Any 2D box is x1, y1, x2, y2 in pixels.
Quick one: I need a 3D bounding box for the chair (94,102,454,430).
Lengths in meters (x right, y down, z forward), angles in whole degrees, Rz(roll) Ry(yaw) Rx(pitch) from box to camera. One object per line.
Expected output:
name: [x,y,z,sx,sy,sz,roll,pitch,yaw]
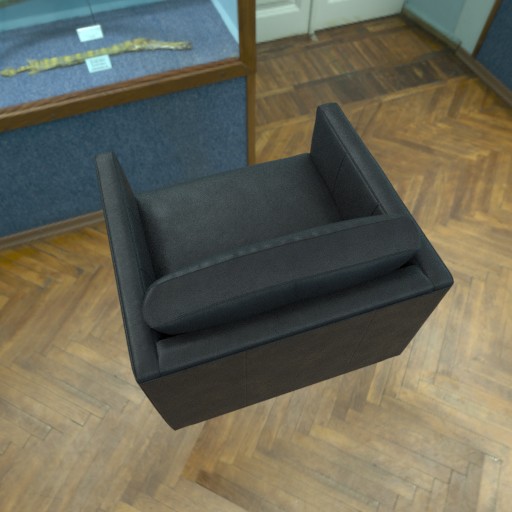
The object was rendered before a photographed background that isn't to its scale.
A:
chair: [0.000,0.000,1.620,0.939,0.811,0.862,-15,58,-10]
